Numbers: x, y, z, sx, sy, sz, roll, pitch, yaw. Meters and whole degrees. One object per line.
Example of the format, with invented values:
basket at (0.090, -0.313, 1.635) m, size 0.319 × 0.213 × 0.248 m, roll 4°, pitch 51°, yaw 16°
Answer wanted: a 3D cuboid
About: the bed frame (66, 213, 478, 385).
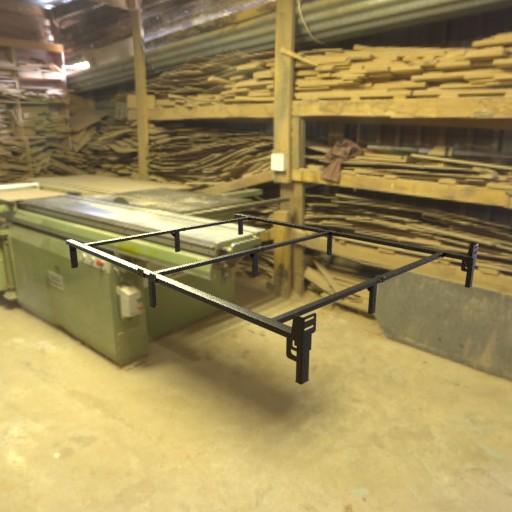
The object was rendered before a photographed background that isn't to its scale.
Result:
bed frame at (0.000, 0.000, 2.668) m, size 1.498 × 0.248 × 1.990 m, roll -14°, pitch 21°, yaw -42°
